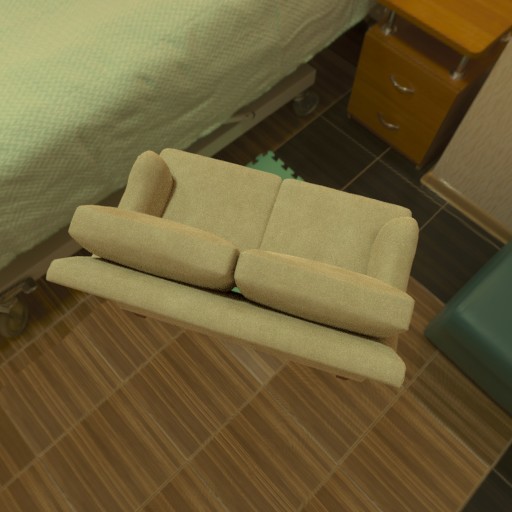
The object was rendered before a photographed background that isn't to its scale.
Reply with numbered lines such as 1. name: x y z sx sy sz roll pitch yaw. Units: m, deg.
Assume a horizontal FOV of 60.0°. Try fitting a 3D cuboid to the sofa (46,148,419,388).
1. sofa: 0.000 0.000 2.287 1.498 1.087 1.086 16 66 7
